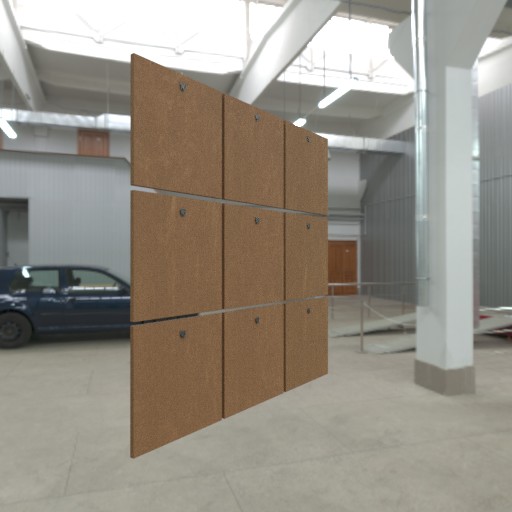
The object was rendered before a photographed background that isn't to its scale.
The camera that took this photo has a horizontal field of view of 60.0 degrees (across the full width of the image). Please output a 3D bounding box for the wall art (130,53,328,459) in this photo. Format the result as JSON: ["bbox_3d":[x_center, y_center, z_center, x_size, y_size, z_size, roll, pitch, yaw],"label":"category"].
[{"bbox_3d":[0.000,0.000,1.361,0.018,0.913,0.915,0,0,37],"label":"wall art"}]
